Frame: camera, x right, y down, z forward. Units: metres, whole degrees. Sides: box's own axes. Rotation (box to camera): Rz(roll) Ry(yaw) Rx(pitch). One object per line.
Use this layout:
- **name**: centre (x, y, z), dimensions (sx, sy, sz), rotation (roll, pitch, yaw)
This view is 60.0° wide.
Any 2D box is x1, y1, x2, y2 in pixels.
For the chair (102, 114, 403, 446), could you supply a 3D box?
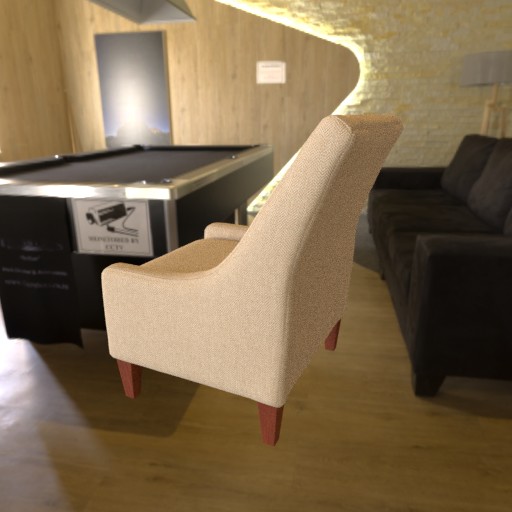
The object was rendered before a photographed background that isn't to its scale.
- **chair**: centre (0.000, 0.000, 1.660), dimensions (0.870, 1.014, 0.774), rotation (9, 20, 25)
